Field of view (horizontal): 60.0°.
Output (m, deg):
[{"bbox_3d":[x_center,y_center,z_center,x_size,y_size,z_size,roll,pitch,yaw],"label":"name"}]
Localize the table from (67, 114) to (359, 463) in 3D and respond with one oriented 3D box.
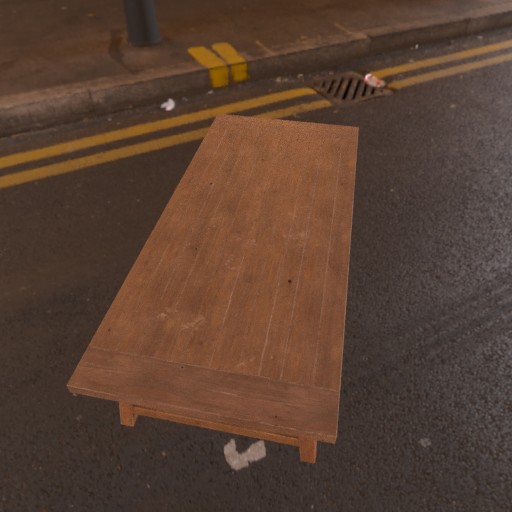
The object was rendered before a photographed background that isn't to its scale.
[{"bbox_3d":[0.000,0.000,2.088,0.820,0.465,1.800,8,45,8],"label":"table"}]
